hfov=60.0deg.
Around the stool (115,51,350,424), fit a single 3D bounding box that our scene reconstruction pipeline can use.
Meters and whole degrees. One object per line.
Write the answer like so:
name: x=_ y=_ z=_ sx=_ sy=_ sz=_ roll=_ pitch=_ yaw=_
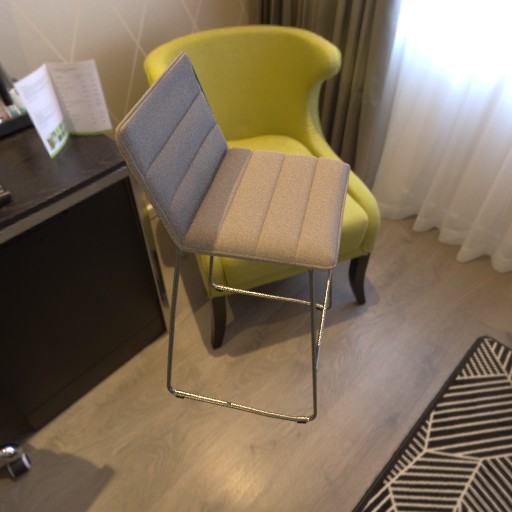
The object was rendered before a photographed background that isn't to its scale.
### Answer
stool: x=0.000 y=0.000 z=1.252 sx=0.490 sy=0.960 sz=0.490 roll=9 pitch=47 yaw=9
